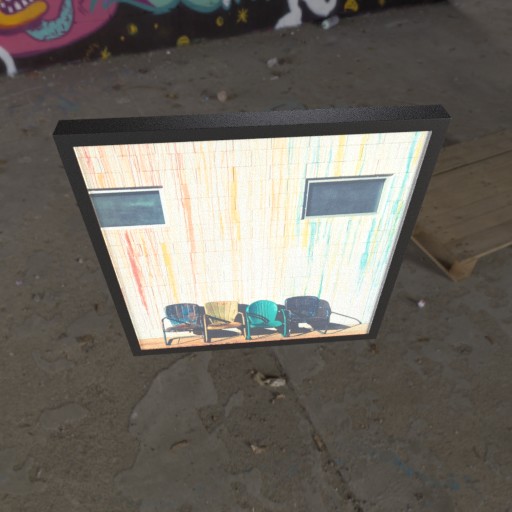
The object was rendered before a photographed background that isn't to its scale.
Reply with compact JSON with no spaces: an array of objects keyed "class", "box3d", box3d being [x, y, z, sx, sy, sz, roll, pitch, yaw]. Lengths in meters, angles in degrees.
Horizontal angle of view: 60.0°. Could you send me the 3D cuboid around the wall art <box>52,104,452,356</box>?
[{"class":"wall art","box3d":[0.000,0.000,0.753,0.506,0.506,0.037,-3,46,-3]}]
